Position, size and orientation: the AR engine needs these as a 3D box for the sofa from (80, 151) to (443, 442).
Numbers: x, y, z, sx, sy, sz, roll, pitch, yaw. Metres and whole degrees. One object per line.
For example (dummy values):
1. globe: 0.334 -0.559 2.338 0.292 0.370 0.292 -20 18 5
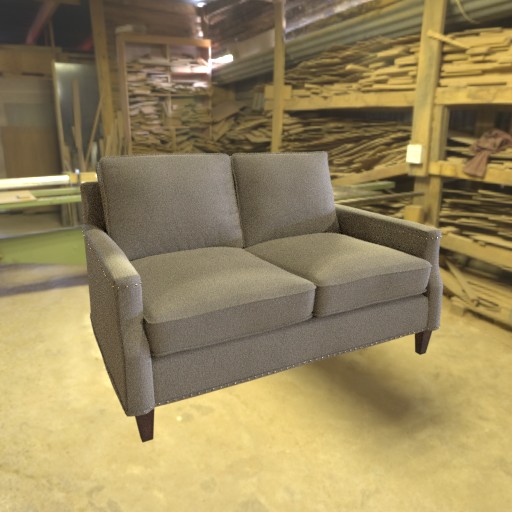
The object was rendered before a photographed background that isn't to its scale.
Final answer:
1. sofa: 0.000 0.000 2.263 1.597 1.003 1.084 -8 18 -26
